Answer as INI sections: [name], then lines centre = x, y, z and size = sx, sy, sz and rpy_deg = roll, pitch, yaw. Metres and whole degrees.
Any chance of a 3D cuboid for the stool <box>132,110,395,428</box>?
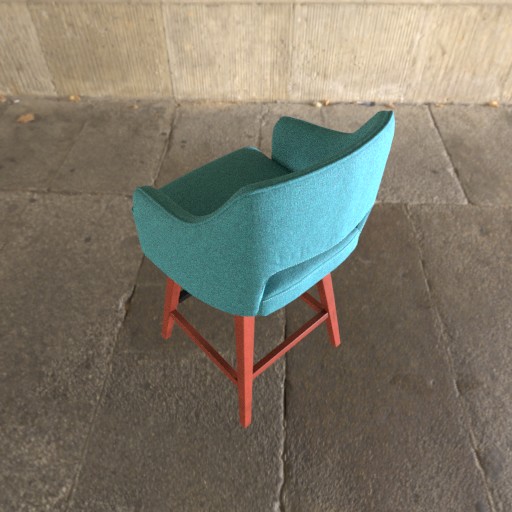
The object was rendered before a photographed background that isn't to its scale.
[stool]
centre = 0.000, 0.000, 1.295
size = 0.548, 0.961, 0.556
rpy_deg = -33, 55, -28
